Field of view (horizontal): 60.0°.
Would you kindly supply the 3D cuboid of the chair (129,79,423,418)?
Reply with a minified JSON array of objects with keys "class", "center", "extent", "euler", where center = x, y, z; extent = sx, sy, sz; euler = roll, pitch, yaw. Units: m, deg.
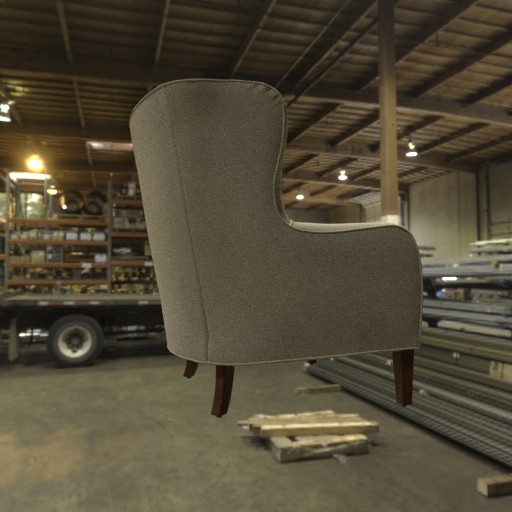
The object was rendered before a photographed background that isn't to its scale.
[{"class":"chair","center":[0.000,0.000,1.740],"extent":[0.966,1.040,0.838],"euler":[1,-2,-18]}]
